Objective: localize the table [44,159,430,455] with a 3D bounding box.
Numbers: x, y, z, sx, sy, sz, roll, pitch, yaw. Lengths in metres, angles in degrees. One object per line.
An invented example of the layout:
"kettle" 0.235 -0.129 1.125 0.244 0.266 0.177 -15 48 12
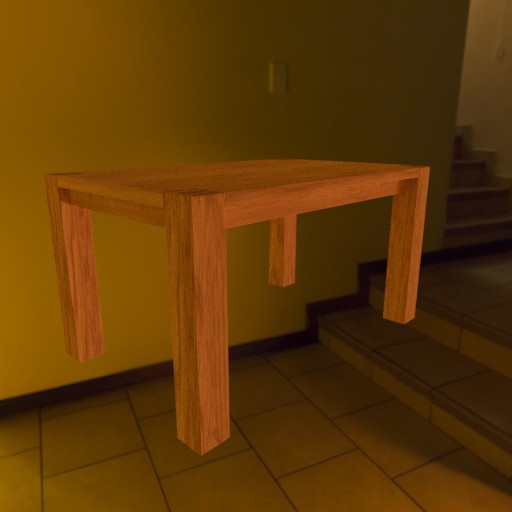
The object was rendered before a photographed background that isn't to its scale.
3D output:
"table" 0.000 0.000 1.977 0.900 0.760 1.400 15 21 42
